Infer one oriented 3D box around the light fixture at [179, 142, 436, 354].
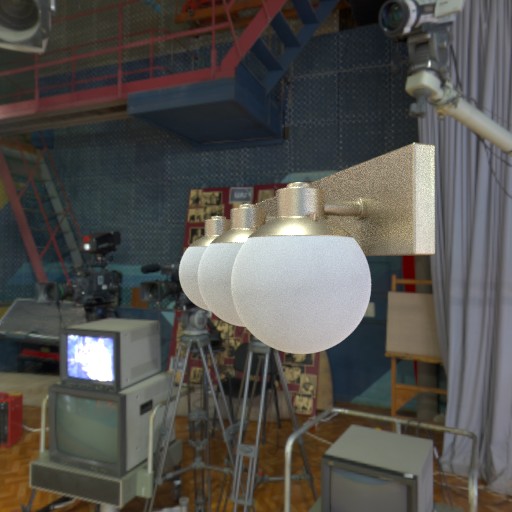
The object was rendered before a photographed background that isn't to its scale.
[{"bbox_3d":[0.000,0.000,0.836,0.218,0.263,0.721,0,0,-18],"label":"light fixture"}]
